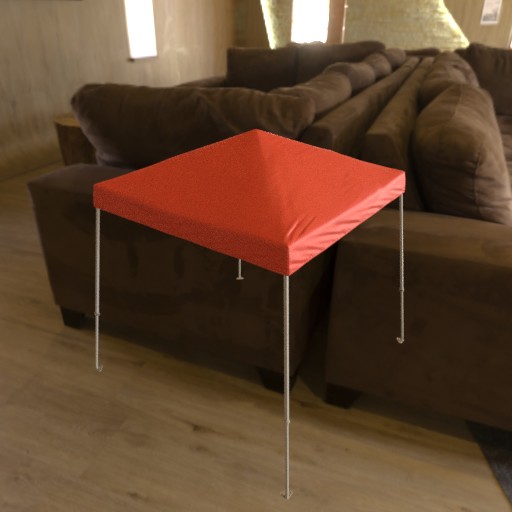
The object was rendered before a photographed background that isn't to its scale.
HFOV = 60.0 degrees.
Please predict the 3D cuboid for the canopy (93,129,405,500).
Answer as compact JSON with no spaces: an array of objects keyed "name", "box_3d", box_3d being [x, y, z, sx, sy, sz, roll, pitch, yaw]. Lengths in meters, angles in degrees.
[{"name":"canopy","box_3d":[0.000,0.000,5.081,2.849,2.850,2.850,19,33,32]}]
